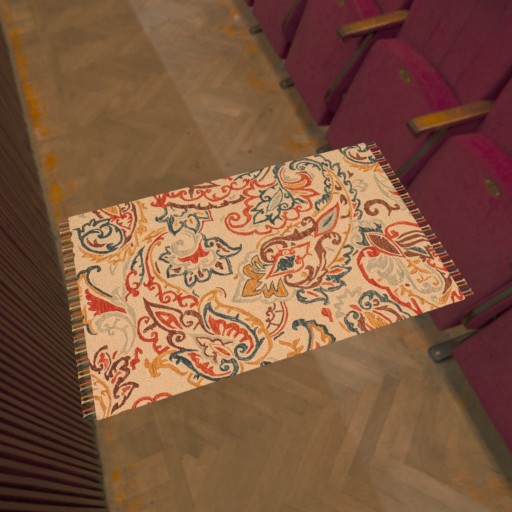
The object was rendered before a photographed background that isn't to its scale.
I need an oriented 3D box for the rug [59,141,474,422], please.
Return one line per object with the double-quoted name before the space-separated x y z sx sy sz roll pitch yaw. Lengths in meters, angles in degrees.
"rug" 0.000 0.000 3.129 2.584 0.010 1.523 -16 60 -10
